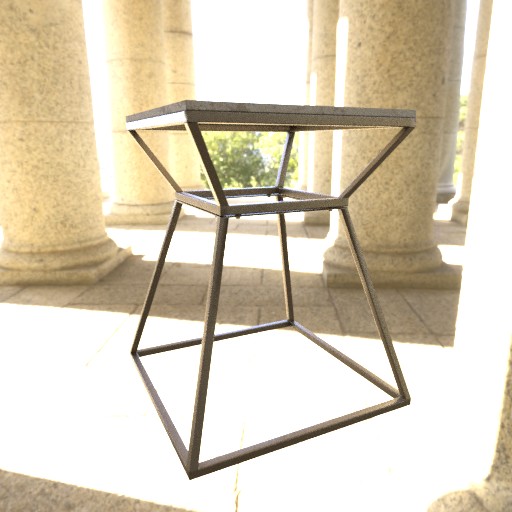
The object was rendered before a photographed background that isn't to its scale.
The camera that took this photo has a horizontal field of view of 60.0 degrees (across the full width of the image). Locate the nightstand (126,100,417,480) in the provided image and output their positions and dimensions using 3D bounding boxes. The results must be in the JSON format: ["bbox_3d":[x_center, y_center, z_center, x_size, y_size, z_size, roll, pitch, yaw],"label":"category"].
[{"bbox_3d":[0.000,0.000,0.903,0.455,0.554,0.455,-7,16,-26],"label":"nightstand"}]
